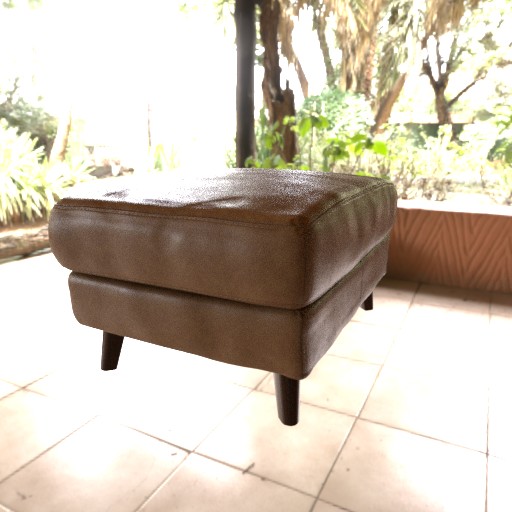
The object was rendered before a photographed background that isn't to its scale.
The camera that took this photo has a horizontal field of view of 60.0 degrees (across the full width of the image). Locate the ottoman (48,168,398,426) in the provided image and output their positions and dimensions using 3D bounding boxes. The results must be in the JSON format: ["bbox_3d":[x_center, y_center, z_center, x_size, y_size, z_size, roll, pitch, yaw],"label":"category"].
[{"bbox_3d":[0.000,0.000,1.216,0.630,0.461,0.869,7,16,26],"label":"ottoman"}]
